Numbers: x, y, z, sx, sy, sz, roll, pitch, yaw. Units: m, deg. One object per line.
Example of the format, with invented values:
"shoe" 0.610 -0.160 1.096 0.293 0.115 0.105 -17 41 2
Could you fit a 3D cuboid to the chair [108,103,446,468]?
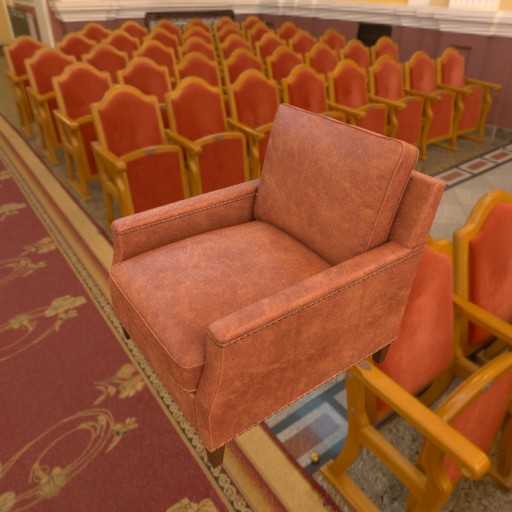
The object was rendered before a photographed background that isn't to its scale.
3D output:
"chair" 0.000 0.000 1.732 1.014 0.943 0.853 -21 38 -29
